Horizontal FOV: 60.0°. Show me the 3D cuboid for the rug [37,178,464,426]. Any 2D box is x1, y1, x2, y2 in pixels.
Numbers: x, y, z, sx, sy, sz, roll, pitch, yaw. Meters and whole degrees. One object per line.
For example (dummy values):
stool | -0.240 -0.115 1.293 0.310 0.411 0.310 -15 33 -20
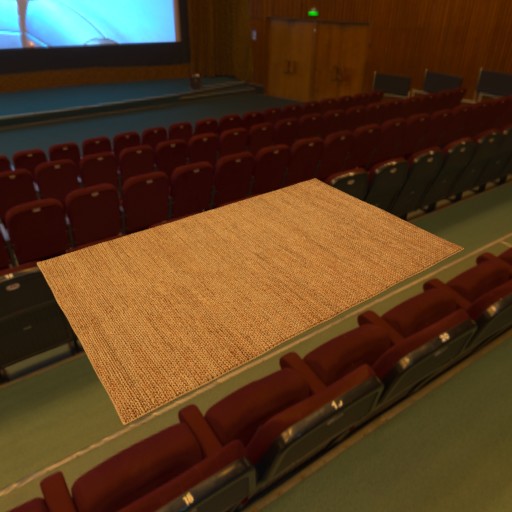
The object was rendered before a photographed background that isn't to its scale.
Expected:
rug | 0.000 0.000 2.971 2.438 0.034 1.521 -21 38 -29
